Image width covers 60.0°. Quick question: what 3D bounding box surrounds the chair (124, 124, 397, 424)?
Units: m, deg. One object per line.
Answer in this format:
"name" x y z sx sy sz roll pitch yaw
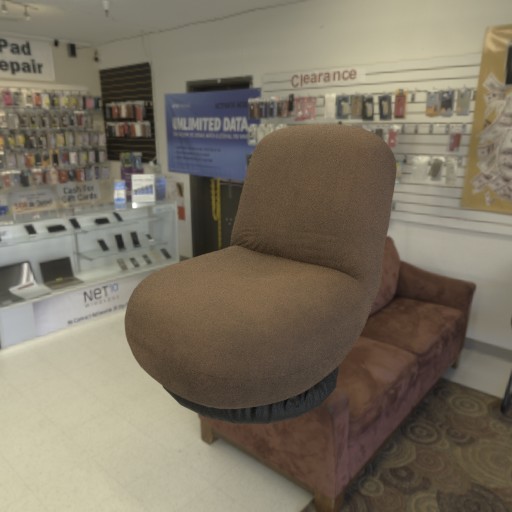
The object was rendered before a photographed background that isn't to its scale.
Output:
"chair" 0.000 0.000 1.041 0.521 0.594 0.597 15 22 42
